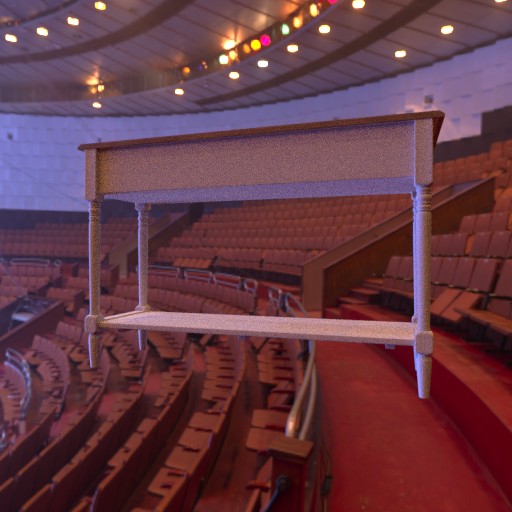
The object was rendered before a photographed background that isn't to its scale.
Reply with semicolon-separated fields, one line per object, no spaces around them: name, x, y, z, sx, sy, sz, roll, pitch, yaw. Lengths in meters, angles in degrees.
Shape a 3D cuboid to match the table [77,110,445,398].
table;0.000;0.000;1.591;1.219;0.800;0.399;0;0;18
